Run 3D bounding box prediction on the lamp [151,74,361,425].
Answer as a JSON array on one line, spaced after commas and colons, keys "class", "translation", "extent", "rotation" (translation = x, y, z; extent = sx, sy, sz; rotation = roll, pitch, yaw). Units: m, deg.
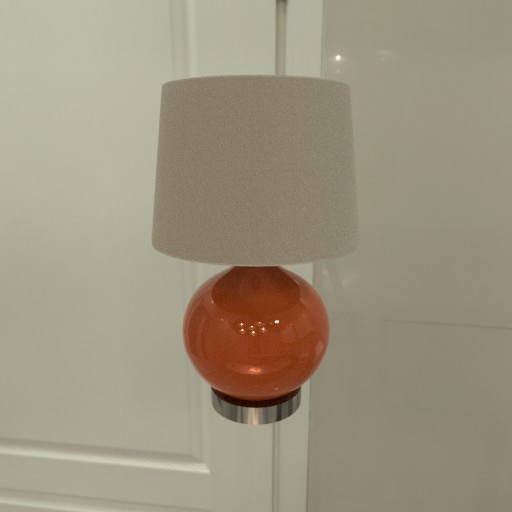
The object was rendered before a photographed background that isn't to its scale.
[{"class": "lamp", "translation": [0.000, 0.000, 0.541], "extent": [0.247, 0.387, 0.247], "rotation": [0, 15, 0]}]
